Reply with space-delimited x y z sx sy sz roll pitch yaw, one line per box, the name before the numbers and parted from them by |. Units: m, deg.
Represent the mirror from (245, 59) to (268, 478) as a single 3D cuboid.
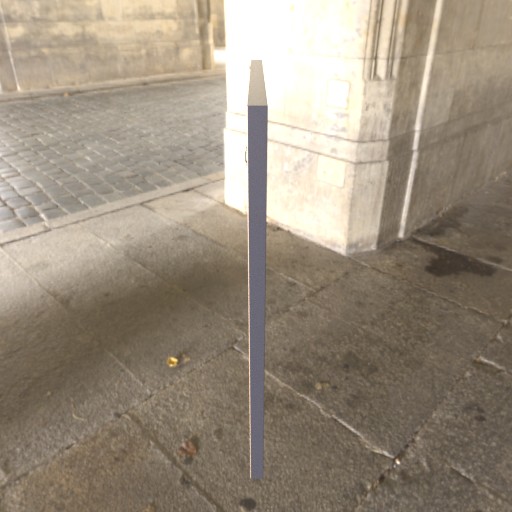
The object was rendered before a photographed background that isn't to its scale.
mirror | 0.000 0.000 1.337 0.040 1.016 0.762 0 29 0
